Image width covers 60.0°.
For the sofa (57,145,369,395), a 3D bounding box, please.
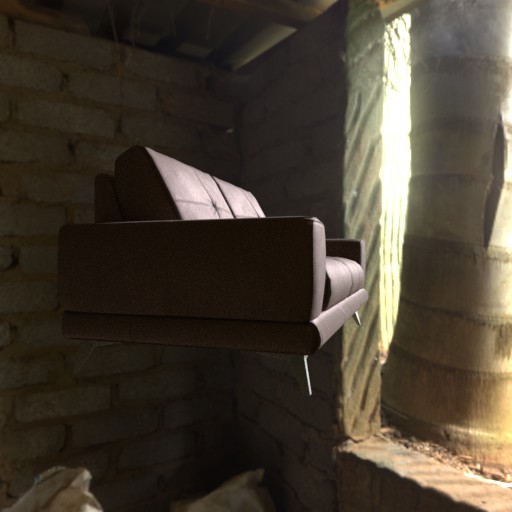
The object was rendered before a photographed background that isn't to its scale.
[{"bbox_3d":[0.000,0.000,2.333,1.018,0.907,1.806,0,-1,19],"label":"sofa"}]
